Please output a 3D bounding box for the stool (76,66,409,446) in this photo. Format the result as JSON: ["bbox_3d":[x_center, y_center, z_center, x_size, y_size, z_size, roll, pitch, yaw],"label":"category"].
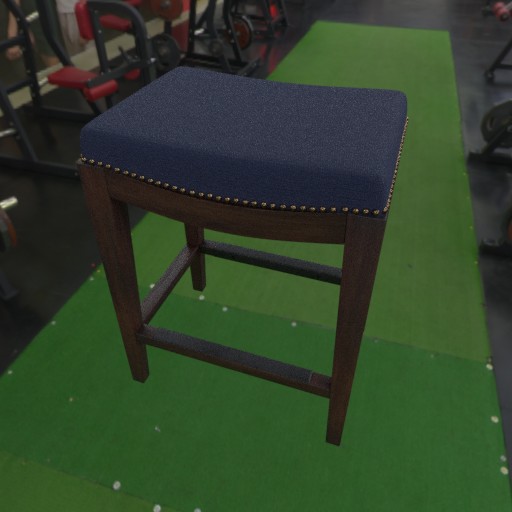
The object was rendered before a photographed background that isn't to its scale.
[{"bbox_3d":[0.000,0.000,0.932,0.500,0.642,0.361,13,41,15],"label":"stool"}]
